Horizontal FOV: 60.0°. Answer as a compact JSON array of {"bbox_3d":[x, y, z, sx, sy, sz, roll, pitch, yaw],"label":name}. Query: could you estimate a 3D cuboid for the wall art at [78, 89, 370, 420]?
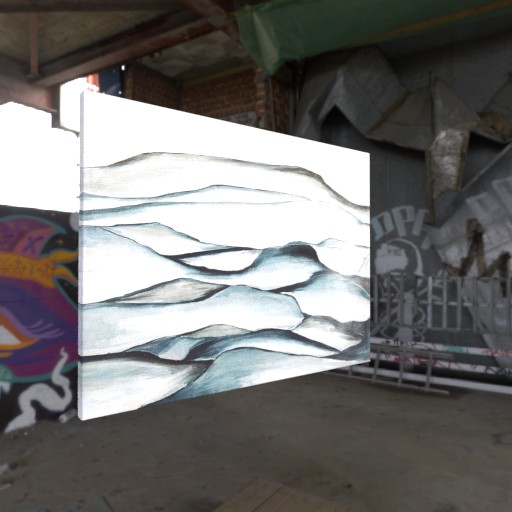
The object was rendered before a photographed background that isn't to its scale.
[{"bbox_3d":[0.000,0.000,1.598,1.219,0.915,0.039,1,-1,-37],"label":"wall art"}]
